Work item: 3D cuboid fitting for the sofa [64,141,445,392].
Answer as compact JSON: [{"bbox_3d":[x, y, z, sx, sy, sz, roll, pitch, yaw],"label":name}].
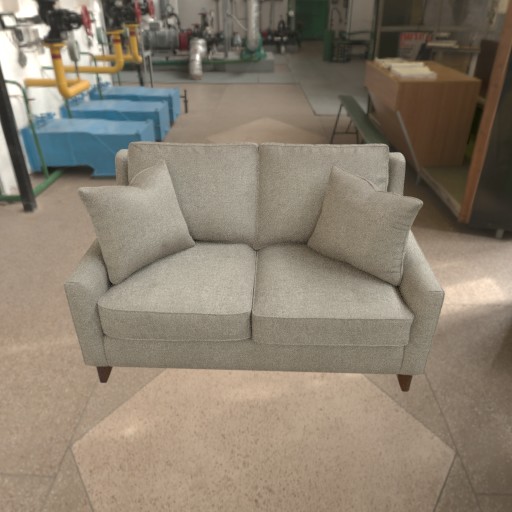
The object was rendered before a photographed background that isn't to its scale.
[{"bbox_3d":[0.000,0.000,2.000,1.422,0.863,0.915,1,31,2],"label":"sofa"}]
